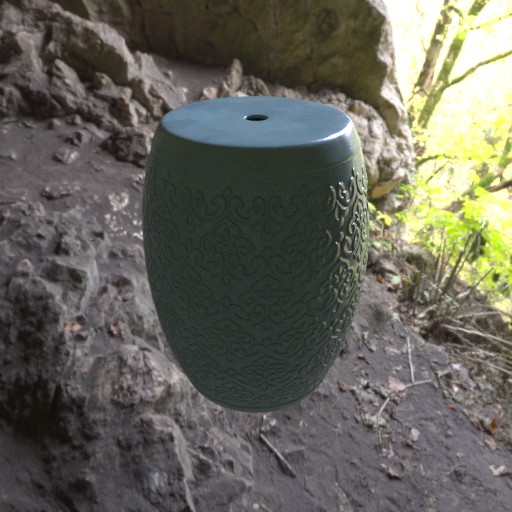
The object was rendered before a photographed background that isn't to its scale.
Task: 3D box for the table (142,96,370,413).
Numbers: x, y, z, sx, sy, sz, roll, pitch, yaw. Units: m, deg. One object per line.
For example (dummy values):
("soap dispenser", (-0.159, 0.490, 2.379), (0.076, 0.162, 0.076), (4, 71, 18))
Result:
("table", (0.000, 0.000, 0.638), (0.309, 0.397, 0.309), (0, 32, 0))
